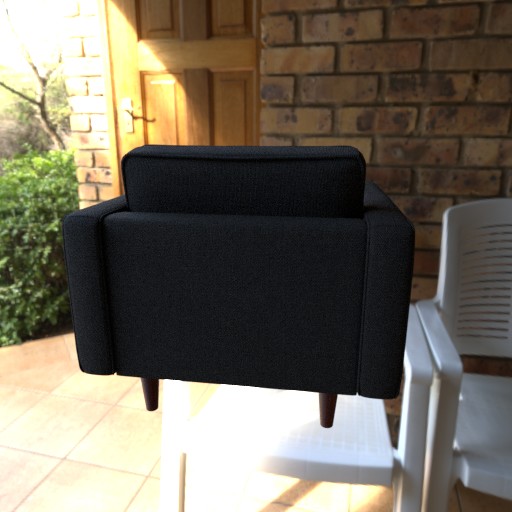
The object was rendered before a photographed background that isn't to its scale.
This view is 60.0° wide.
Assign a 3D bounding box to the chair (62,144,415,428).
[{"bbox_3d":[0.000,0.000,1.550,0.899,0.770,0.919,2,16,8],"label":"chair"}]
